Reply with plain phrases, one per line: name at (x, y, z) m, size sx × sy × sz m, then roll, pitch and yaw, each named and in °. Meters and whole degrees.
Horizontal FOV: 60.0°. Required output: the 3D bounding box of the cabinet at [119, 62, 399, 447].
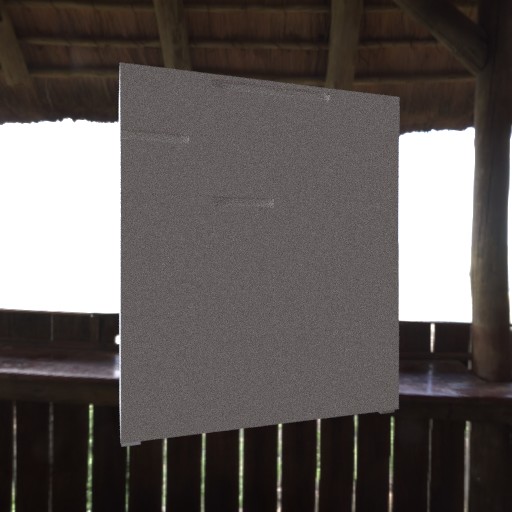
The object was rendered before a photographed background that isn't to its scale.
cabinet at (0.000, 0.000, 1.702) m, size 1.000 × 1.190 × 0.400 m, roll 0°, pitch 0°, yaw -18°
